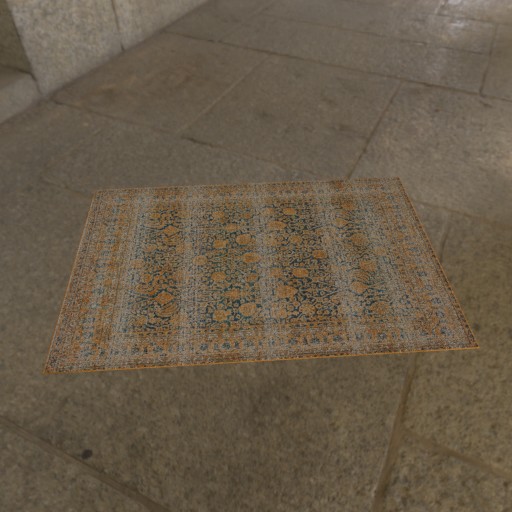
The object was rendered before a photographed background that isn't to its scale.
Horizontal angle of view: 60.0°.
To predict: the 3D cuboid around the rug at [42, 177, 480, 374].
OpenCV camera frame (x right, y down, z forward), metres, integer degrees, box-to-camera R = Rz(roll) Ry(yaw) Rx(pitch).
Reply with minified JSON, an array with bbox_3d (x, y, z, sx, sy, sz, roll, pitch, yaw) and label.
[{"bbox_3d":[0.000,0.000,2.877,2.336,0.007,1.525,-3,47,-3],"label":"rug"}]
